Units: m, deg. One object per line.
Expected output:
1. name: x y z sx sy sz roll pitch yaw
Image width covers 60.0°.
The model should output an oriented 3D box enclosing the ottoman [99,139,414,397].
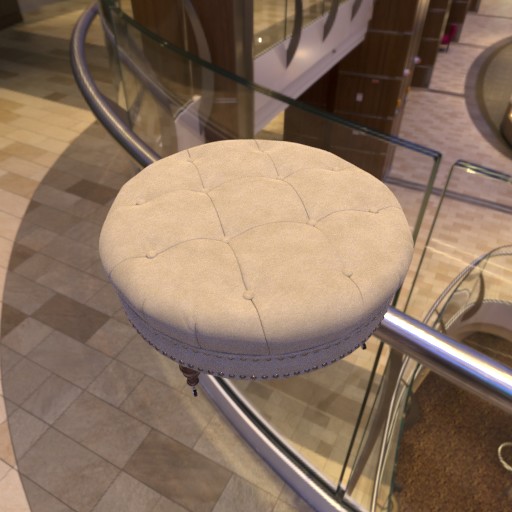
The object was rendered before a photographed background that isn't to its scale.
1. ottoman: 0.000 0.000 1.389 0.901 0.439 0.901 0 41 0
